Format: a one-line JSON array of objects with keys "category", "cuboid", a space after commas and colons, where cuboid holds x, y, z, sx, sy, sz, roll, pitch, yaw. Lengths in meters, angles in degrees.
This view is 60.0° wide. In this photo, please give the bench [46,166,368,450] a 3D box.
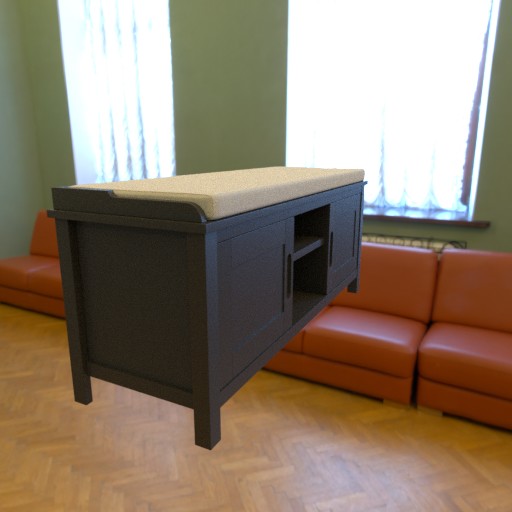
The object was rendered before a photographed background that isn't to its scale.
[{"category": "bench", "cuboid": [0.000, 0.000, 1.379, 0.398, 0.501, 1.140, 7, 16, 26]}]
